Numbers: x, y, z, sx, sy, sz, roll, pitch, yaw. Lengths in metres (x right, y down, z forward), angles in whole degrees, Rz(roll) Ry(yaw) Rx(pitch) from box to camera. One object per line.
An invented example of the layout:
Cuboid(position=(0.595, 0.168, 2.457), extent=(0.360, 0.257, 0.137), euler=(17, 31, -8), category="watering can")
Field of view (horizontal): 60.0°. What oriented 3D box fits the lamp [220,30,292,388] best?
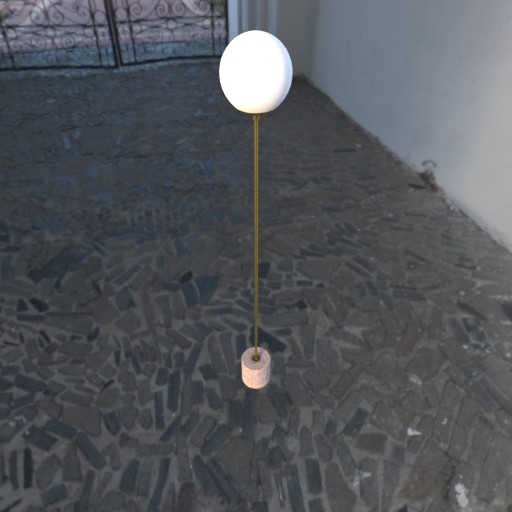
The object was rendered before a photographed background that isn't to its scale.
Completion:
Cuboid(position=(0.000, 0.000, 1.882), extent=(0.229, 1.748, 0.229), euler=(1, 40, 1), category="lamp")
